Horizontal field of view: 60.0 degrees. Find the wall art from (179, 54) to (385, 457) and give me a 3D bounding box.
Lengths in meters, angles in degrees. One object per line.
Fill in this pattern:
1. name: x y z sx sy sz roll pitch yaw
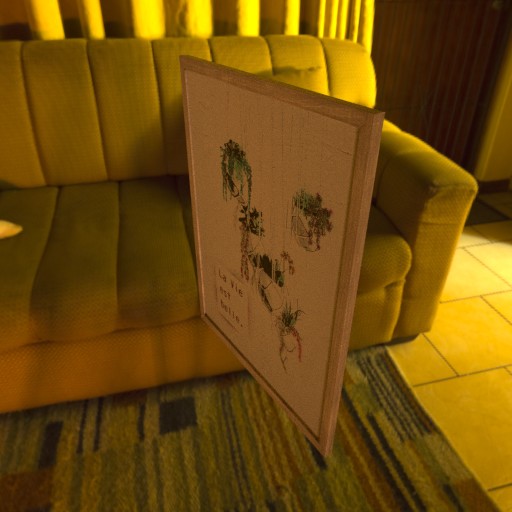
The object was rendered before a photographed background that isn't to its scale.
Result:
1. wall art: 0.000 0.000 1.338 0.035 1.022 0.781 -21 38 -29
